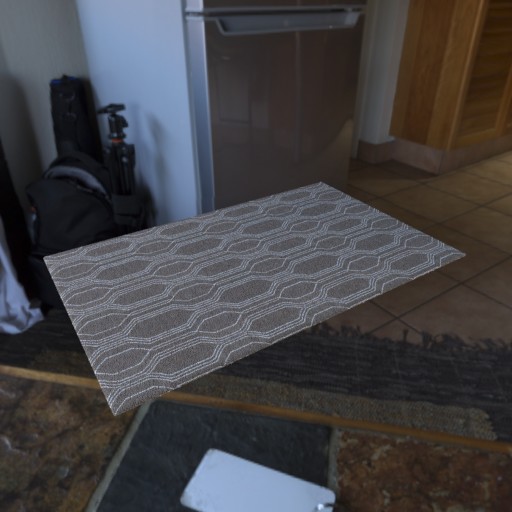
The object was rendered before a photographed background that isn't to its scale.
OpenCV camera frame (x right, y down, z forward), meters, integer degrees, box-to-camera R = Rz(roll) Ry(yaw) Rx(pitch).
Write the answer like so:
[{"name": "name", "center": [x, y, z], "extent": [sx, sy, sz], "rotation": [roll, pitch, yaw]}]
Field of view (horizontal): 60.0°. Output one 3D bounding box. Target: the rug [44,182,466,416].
[{"name": "rug", "center": [0.000, 0.000, 3.035], "extent": [2.457, 0.012, 1.541], "rotation": [-19, 36, -27]}]
